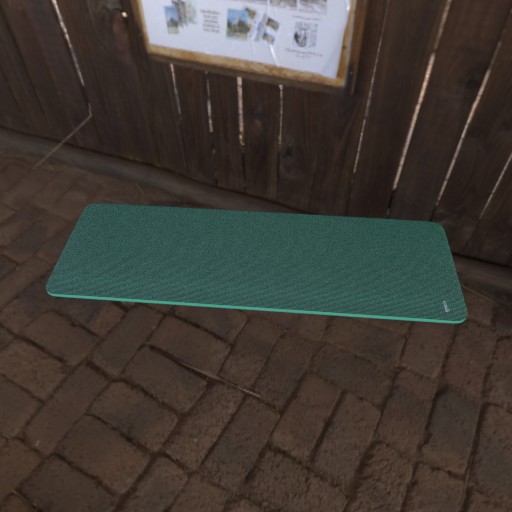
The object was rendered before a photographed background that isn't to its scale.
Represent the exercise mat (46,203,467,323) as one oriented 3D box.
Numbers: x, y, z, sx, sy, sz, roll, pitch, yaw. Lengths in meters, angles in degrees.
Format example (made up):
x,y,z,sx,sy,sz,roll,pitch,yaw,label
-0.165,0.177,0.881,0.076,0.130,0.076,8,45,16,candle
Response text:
x,y,z,sx,sy,sz,roll,pitch,yaw,label
0.000,0.000,2.122,1.869,0.021,0.616,3,48,3,exercise mat
